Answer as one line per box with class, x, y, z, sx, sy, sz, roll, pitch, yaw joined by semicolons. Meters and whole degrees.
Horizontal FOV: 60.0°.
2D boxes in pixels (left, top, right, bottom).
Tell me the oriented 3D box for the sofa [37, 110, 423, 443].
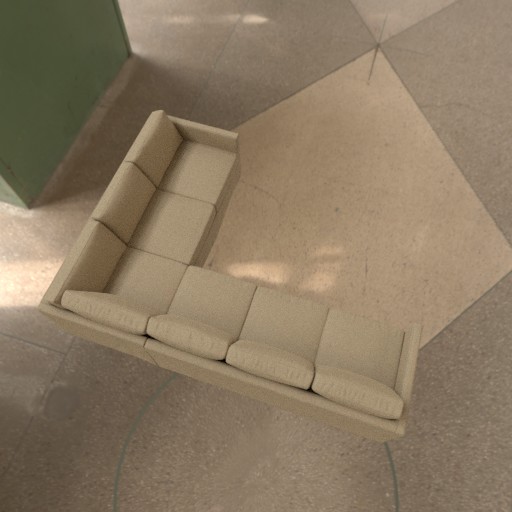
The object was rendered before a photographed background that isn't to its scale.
sofa;0.000;0.000;4.293;3.182;0.871;2.432;16;64;8
